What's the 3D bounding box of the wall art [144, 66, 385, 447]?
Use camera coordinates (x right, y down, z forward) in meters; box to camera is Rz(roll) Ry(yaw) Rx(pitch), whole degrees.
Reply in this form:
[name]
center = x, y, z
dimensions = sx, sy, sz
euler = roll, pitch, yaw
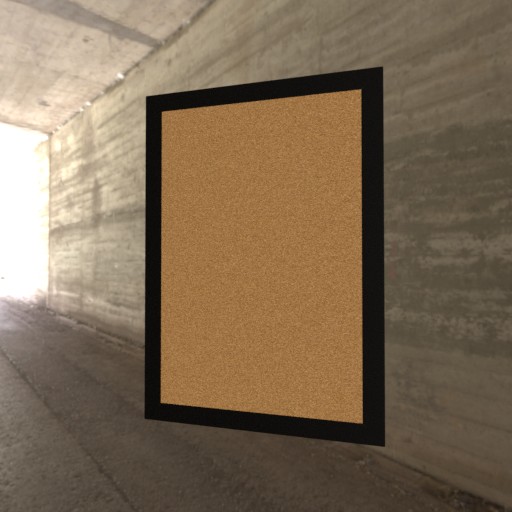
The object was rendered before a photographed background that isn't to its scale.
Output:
[wall art]
center = 0.000, 0.000, 0.587
dimensions = 0.326, 0.459, 0.011
euler = 0, -1, 17
